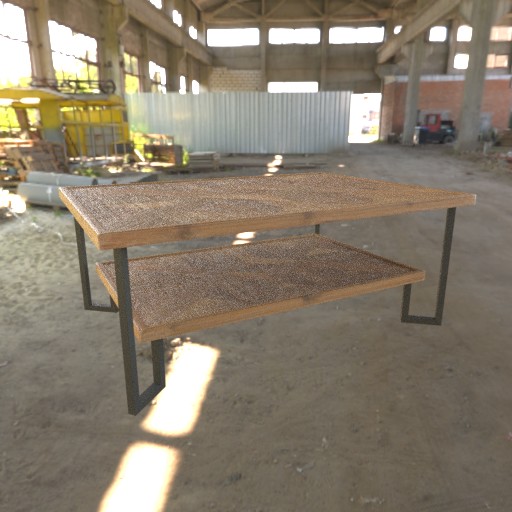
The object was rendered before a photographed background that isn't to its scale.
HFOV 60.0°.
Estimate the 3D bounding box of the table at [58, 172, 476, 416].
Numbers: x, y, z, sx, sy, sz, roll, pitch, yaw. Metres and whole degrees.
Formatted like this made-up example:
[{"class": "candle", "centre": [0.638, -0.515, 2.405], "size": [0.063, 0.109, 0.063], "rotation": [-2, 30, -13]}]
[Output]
[{"class": "table", "centre": [0.000, 0.000, 1.666], "size": [1.238, 0.492, 0.877], "rotation": [-9, 18, -27]}]
